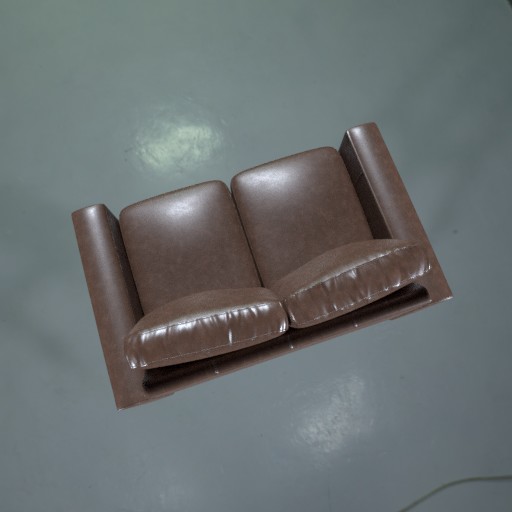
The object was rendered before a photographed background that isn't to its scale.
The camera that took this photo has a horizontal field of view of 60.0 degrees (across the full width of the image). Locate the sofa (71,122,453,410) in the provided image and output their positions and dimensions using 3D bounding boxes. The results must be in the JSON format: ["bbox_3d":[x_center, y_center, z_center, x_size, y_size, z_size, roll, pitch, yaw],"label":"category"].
[{"bbox_3d":[0.000,0.000,2.233,1.616,0.873,1.016,-18,76,-5],"label":"sofa"}]
